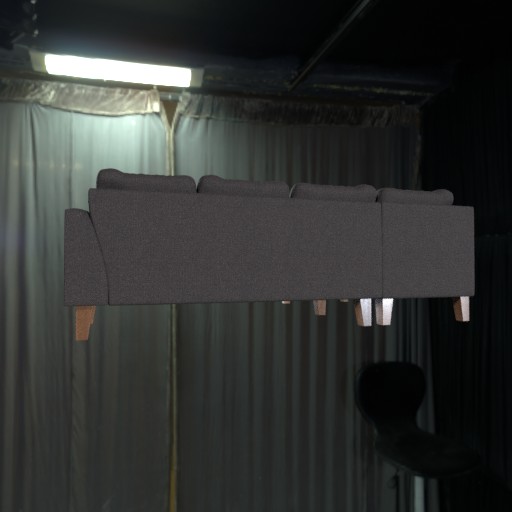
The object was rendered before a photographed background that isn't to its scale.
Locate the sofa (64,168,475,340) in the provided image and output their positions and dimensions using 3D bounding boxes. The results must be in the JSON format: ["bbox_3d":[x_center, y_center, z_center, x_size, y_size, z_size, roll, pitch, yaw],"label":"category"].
[{"bbox_3d":[0.000,0.000,3.558,2.679,0.932,1.829,0,-1,-18],"label":"sofa"}]
